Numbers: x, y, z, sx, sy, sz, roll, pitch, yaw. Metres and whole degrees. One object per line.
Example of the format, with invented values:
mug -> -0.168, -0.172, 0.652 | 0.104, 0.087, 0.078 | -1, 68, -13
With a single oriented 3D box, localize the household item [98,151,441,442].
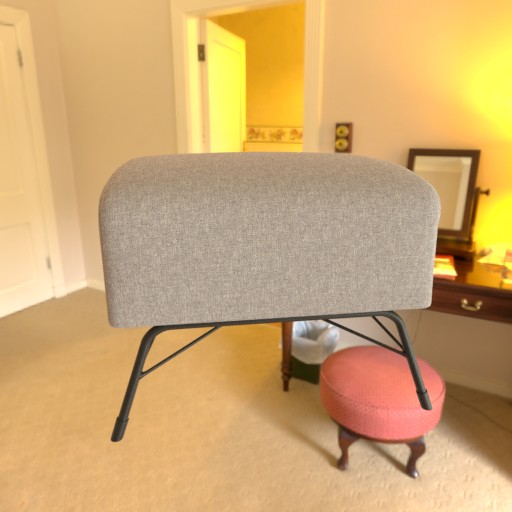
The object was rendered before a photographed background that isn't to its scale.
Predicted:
household item -> 0.000, 0.000, 0.902 | 0.530, 0.410, 0.530 | -3, 17, -8
